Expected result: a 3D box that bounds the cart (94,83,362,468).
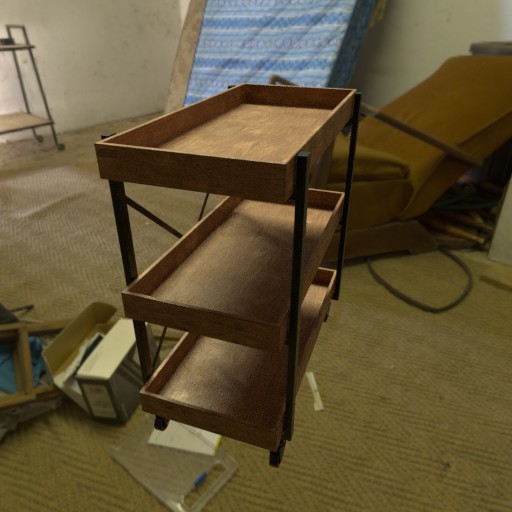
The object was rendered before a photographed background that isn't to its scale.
[{"bbox_3d":[0.000,0.000,1.251,0.411,0.800,0.750,10,31,17],"label":"cart"}]
